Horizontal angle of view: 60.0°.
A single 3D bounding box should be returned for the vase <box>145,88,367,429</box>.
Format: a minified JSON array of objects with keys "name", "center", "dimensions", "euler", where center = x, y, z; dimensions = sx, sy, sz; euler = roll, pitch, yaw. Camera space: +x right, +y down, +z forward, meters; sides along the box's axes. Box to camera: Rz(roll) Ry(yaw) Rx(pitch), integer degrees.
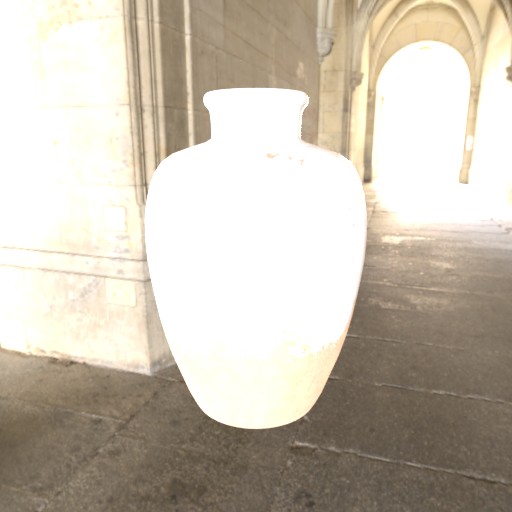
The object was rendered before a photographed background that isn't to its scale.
[{"name":"vase","center":[0.000,0.000,0.330],"dimensions":[0.158,0.228,0.158],"euler":[0,14,0]}]
